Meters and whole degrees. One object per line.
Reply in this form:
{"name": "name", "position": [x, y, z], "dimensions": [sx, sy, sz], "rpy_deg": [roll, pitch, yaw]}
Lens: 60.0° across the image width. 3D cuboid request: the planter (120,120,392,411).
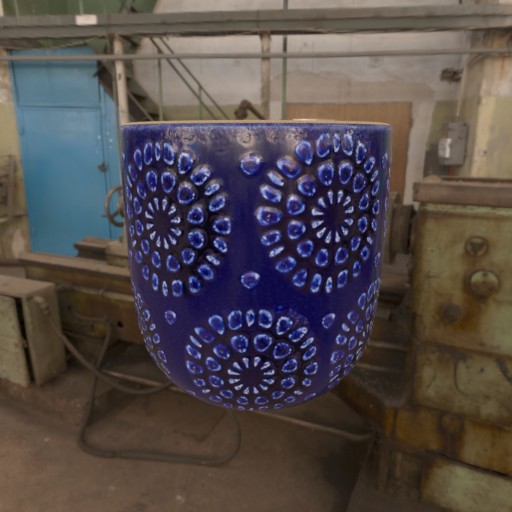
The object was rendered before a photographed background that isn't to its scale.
{"name": "planter", "position": [0.000, 0.000, 0.197], "dimensions": [0.109, 0.112, 0.109], "rpy_deg": [0, 15, 0]}
